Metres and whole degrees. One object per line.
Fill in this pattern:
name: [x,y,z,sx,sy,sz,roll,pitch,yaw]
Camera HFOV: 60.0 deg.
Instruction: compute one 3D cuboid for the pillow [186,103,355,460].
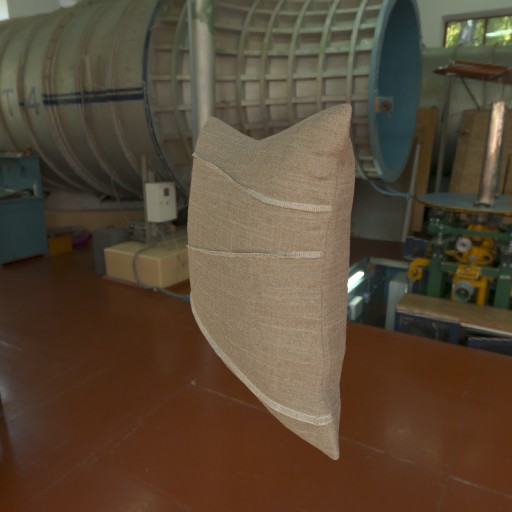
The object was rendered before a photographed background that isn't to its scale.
pillow: [0.000,0.000,0.645,0.169,0.400,0.424,-7,17,-24]
